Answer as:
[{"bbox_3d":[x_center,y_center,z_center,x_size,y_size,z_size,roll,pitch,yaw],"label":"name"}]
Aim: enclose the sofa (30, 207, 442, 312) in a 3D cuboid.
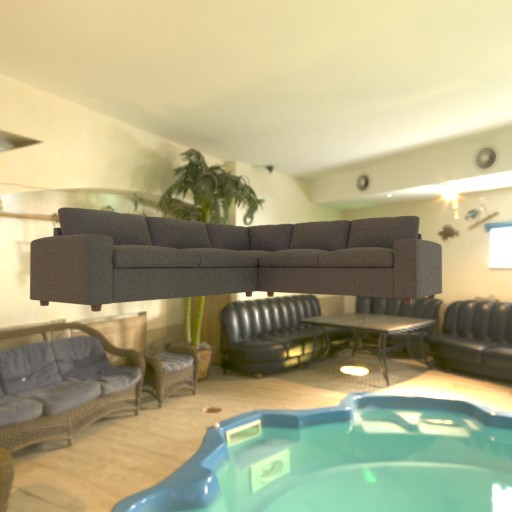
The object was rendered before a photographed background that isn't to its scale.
[{"bbox_3d":[0.000,0.000,4.636,2.895,0.965,3.277,-1,-1,37],"label":"sofa"}]
